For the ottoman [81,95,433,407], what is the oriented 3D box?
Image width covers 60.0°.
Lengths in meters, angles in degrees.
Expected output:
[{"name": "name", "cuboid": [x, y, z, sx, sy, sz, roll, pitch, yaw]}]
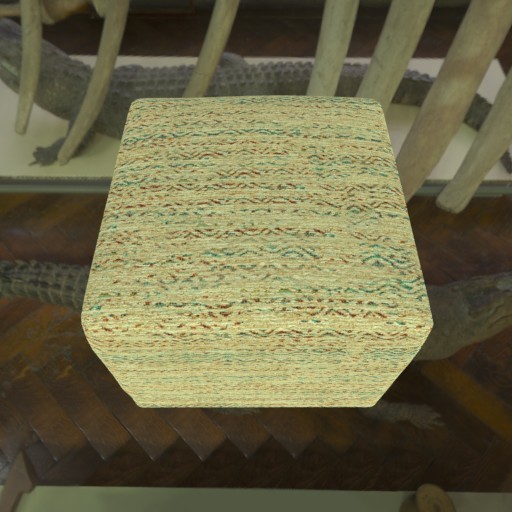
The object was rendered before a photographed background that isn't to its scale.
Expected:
[{"name": "ottoman", "cuboid": [0.000, 0.000, 0.913, 0.512, 0.453, 0.521, 0, 57, 0]}]
